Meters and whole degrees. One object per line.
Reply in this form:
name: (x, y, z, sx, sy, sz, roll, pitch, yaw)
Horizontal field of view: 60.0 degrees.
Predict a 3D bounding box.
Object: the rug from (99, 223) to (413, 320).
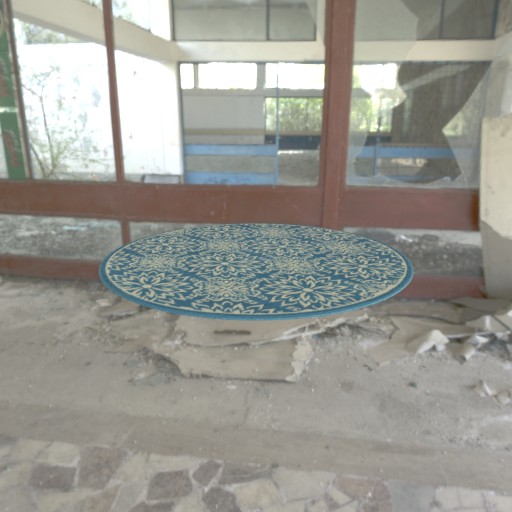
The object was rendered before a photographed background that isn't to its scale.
rug: (0.000, 0.000, 2.369, 1.593, 0.012, 1.593, 0, 17, 0)
